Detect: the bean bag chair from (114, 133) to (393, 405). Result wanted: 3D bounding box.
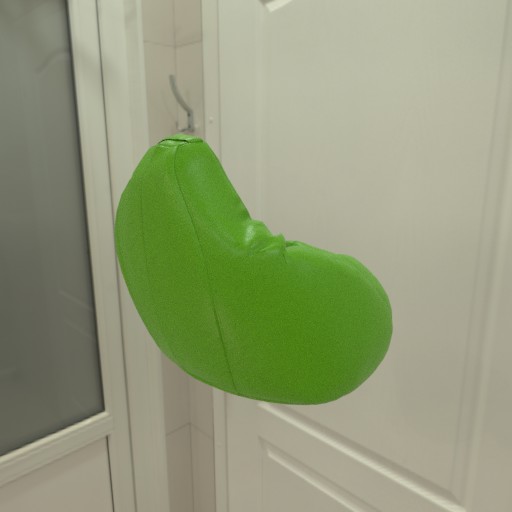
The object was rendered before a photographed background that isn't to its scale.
[{"bbox_3d":[0.000,0.000,1.888,1.070,0.990,1.070,-13,19,-43],"label":"bean bag chair"}]
